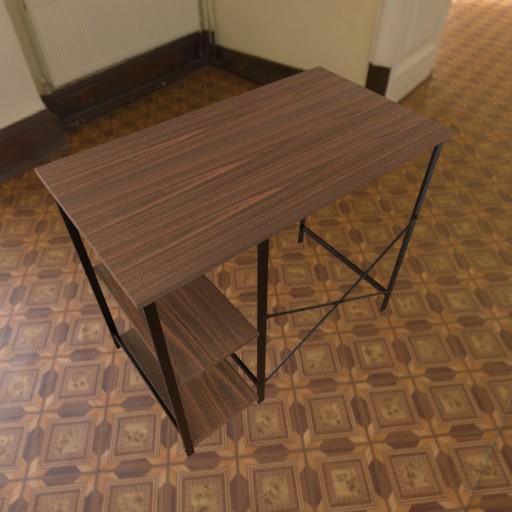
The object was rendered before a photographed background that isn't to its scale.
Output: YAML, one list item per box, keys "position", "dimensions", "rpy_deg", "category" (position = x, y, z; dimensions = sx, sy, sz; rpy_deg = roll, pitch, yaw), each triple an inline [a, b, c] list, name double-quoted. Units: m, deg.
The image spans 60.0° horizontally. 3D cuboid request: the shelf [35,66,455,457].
- position: [0.000, 0.000, 1.343]
  dimensions: [0.902, 0.750, 0.498]
  rpy_deg: [-30, 53, -25]
  category: "shelf"
